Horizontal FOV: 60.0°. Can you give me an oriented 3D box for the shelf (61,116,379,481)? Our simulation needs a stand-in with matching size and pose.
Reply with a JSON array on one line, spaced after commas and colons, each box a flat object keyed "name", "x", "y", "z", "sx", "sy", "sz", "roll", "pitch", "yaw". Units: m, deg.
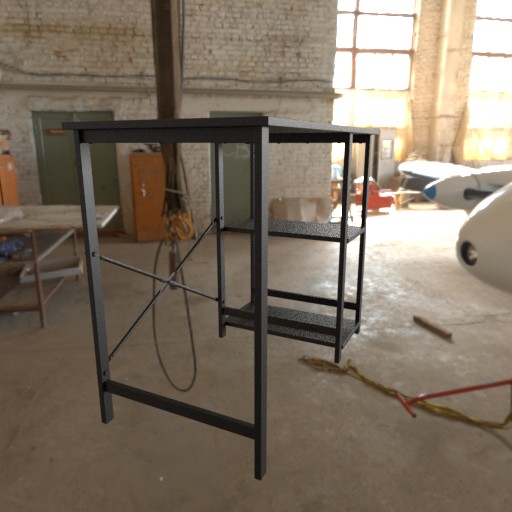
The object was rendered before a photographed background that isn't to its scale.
[{"name": "shelf", "x": 0.000, "y": 0.000, "z": 1.339, "sx": 0.498, "sy": 0.749, "sz": 0.902, "roll": 7, "pitch": 16, "yaw": 26}]
